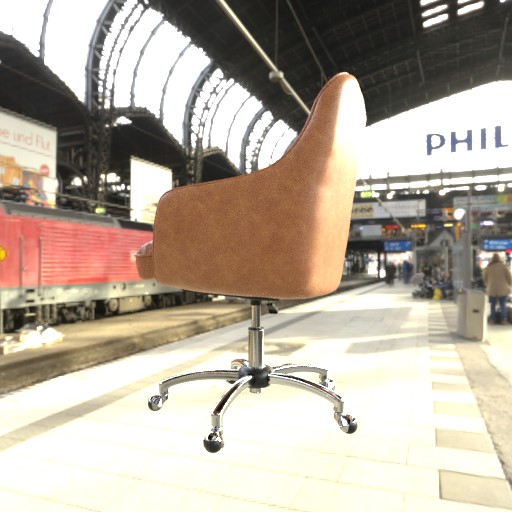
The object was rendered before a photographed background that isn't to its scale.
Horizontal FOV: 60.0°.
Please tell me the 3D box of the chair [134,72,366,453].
[{"bbox_3d":[0.000,0.000,1.296,0.615,0.909,0.628,0,-1,19],"label":"chair"}]
